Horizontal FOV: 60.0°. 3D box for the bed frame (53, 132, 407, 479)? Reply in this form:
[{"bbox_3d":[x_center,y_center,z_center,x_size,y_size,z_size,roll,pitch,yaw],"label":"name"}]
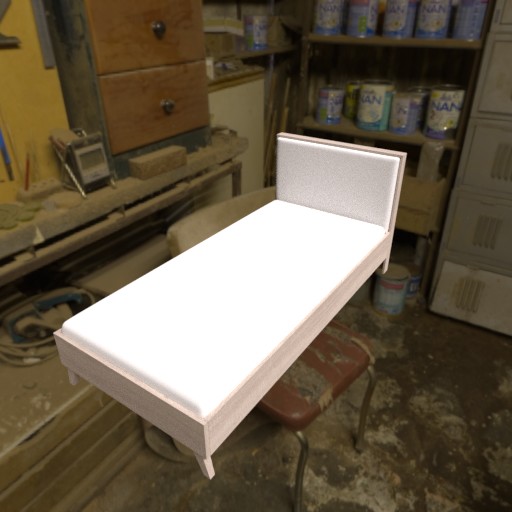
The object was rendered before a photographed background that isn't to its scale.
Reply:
[{"bbox_3d":[0.000,0.000,2.689,0.990,0.920,2.140,19,34,30],"label":"bed frame"}]
